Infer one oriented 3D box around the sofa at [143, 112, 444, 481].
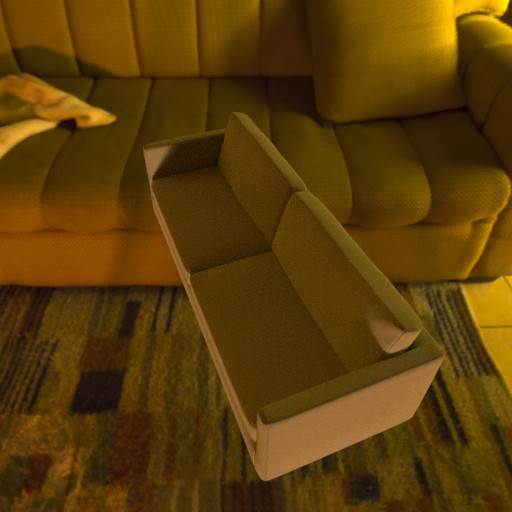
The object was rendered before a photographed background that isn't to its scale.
[{"bbox_3d":[0.000,0.000,2.912,0.948,0.965,2.434,-16,46,-16],"label":"sofa"}]
